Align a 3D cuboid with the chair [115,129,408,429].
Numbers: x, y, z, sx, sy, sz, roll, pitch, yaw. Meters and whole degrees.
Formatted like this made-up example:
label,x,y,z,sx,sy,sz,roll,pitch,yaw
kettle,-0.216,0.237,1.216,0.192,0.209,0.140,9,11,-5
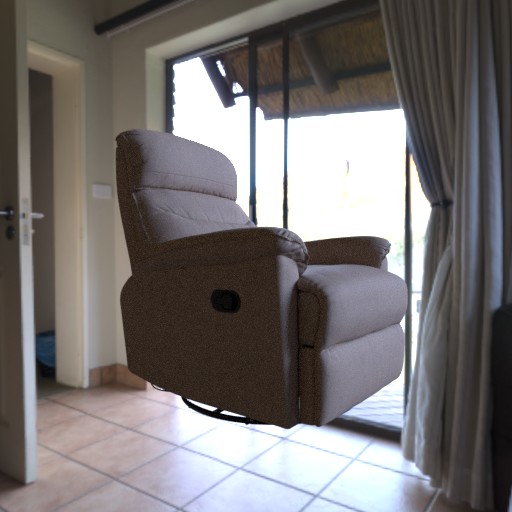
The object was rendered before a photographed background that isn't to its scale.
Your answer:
label,x,y,z,sx,sy,sz,roll,pitch,yaw
chair,0.000,0.000,1.704,1.004,1.037,0.820,0,0,37
